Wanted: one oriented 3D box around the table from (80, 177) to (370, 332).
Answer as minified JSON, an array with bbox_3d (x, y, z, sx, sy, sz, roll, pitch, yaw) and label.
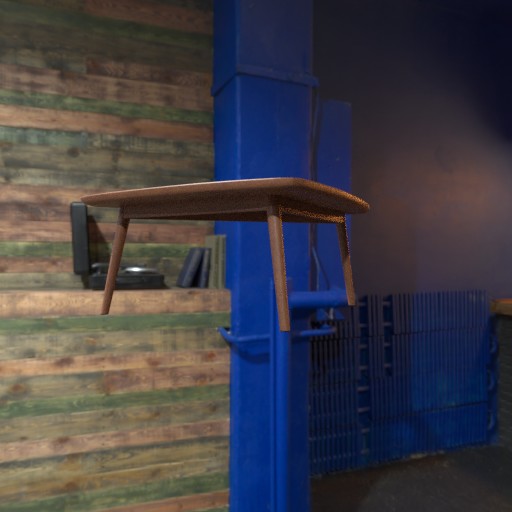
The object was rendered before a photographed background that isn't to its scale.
[{"bbox_3d":[0.000,0.000,1.310,1.008,0.365,0.601,0,0,-17],"label":"table"}]
